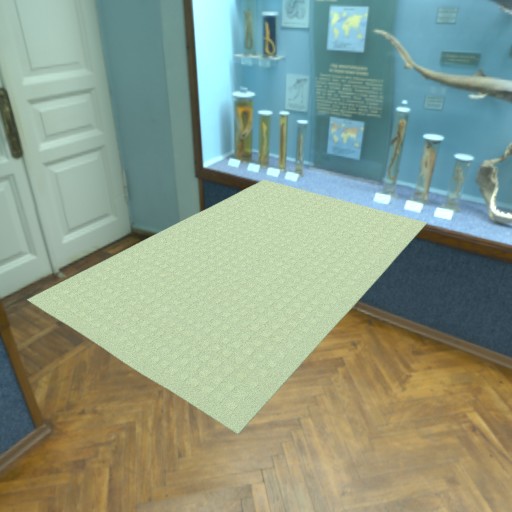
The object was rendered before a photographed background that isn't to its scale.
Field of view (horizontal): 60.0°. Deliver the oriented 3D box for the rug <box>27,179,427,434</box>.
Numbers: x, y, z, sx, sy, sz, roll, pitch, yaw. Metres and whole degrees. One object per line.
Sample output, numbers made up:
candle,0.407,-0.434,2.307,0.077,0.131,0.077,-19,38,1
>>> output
rug,0.000,0.000,2.209,1.143,0.006,1.747,21,36,30
